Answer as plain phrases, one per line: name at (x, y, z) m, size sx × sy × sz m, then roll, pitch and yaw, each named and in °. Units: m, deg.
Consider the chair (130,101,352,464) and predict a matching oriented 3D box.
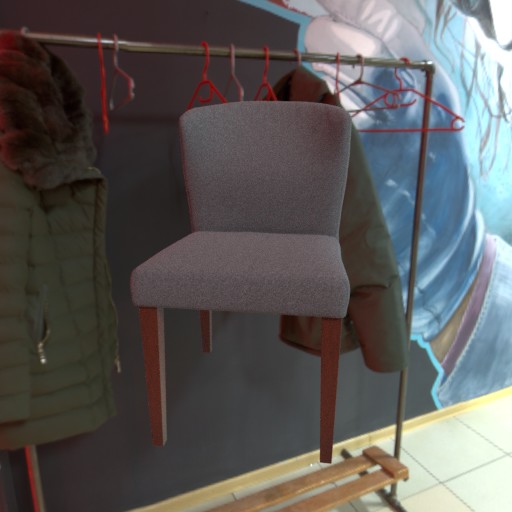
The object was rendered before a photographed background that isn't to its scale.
chair at (0.000, 0.000, 1.207) m, size 0.491 × 0.839 × 0.592 m, roll 2°, pitch 15°, yaw 8°
